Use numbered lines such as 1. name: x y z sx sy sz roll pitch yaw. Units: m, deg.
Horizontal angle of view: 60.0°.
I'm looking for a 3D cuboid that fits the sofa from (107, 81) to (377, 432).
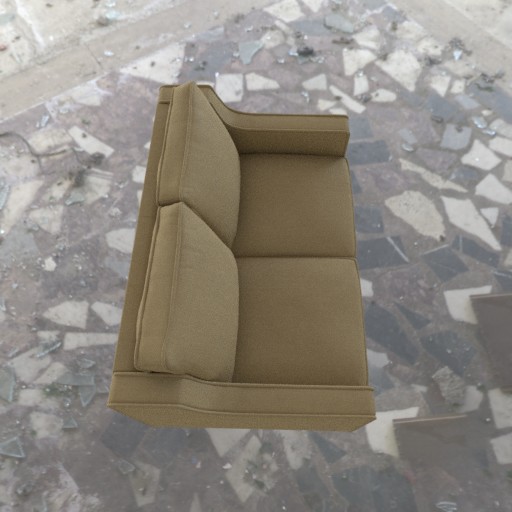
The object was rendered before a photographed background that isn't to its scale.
1. sofa: 0.000 0.000 2.122 0.987 0.971 1.501 1 63 1
